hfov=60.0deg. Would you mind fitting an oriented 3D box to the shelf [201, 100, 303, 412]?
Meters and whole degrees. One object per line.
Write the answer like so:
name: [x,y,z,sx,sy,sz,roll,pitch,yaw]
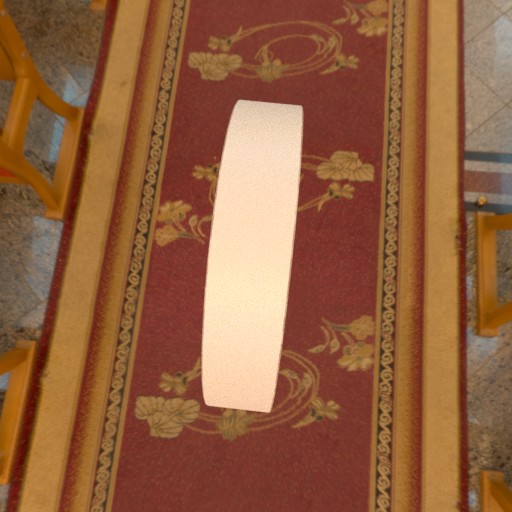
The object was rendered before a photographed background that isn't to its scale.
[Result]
shelf: [0.000,0.000,1.229,0.158,0.807,0.806,6,76,2]
